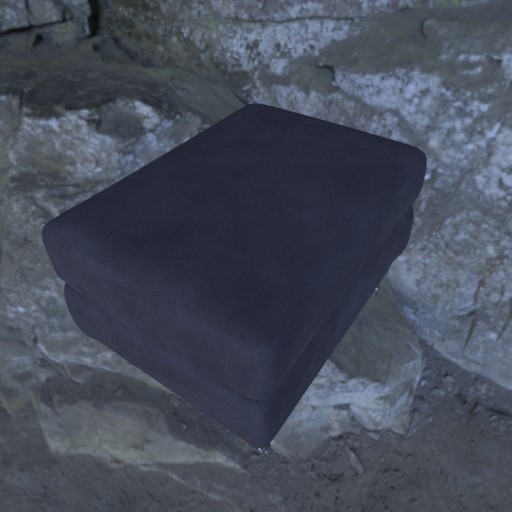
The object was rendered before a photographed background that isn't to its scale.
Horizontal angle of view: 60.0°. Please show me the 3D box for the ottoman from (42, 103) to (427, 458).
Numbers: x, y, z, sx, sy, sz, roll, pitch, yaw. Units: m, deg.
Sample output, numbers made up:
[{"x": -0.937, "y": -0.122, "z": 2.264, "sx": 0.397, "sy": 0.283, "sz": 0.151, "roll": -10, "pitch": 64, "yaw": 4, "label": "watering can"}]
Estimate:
[{"x": 0.000, "y": 0.000, "z": 1.127, "sx": 0.574, "sy": 0.497, "sz": 0.773, "roll": 25, "pitch": 47, "yaw": 25, "label": "ottoman"}]
